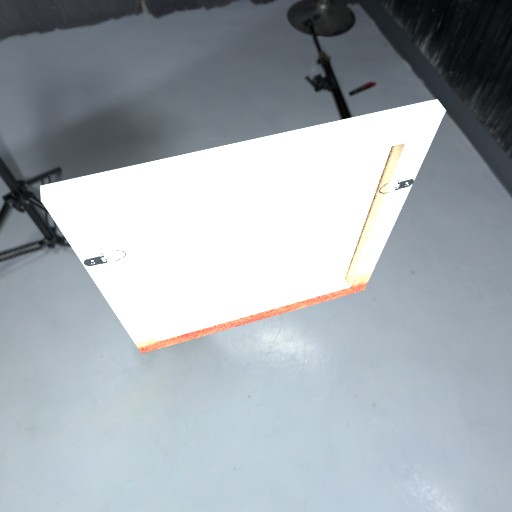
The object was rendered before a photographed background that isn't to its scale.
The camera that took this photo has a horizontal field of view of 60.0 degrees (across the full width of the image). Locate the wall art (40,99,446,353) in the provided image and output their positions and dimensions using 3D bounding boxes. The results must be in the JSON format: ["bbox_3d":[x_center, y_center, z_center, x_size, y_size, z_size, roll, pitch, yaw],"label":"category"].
[{"bbox_3d":[0.000,0.000,1.130,0.760,0.760,0.042,-15,60,-9],"label":"wall art"}]
